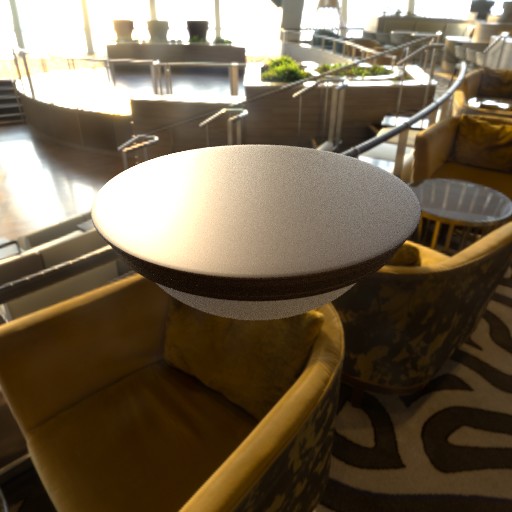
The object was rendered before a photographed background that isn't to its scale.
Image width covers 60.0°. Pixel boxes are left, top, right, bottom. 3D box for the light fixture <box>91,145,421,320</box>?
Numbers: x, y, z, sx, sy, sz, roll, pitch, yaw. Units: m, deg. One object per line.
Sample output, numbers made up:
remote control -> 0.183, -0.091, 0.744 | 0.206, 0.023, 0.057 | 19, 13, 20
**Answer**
light fixture -> 0.000, 0.000, 0.428 | 0.280, 0.135, 0.280 | 0, 31, 0
